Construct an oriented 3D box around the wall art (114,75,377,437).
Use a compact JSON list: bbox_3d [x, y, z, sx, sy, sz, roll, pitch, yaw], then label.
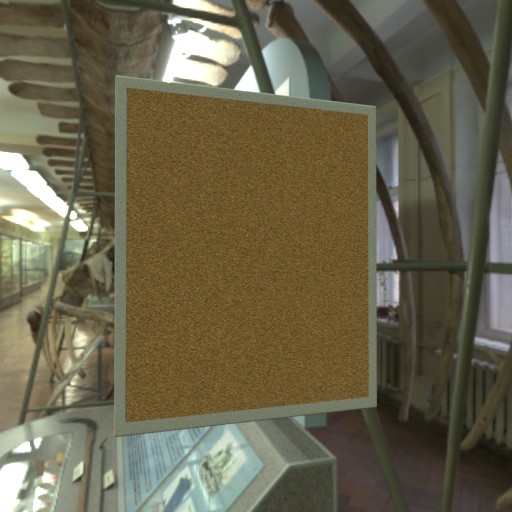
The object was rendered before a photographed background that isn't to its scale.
[{"bbox_3d":[0.000,0.000,0.732,0.444,0.536,0.020,0,-1,-18],"label":"wall art"}]
